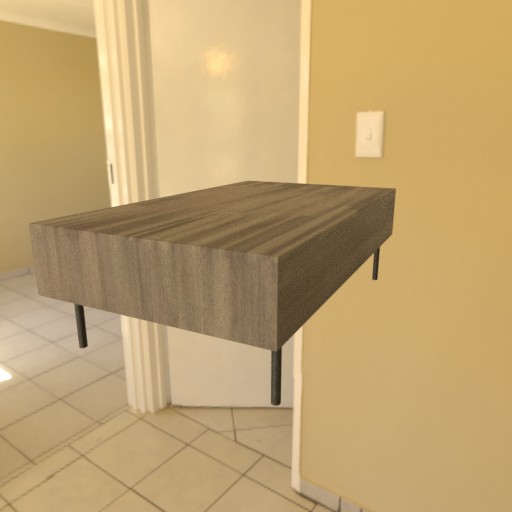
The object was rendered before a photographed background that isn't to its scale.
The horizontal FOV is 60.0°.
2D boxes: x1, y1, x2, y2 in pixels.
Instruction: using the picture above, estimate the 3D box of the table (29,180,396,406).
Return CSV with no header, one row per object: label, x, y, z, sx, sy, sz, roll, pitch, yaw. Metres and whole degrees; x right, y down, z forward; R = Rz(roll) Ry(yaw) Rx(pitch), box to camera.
table,0.000,0.000,1.408,0.643,0.347,1.088,8,17,26
